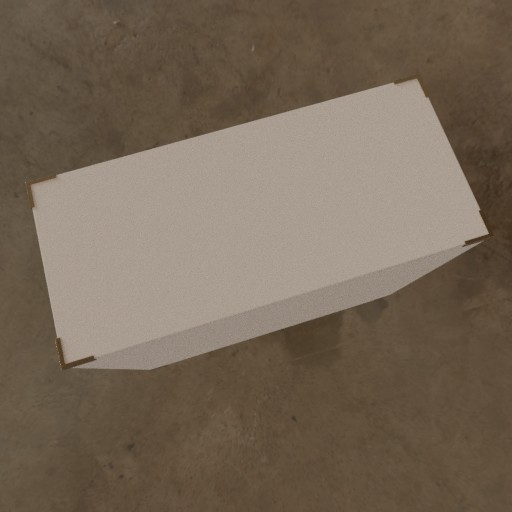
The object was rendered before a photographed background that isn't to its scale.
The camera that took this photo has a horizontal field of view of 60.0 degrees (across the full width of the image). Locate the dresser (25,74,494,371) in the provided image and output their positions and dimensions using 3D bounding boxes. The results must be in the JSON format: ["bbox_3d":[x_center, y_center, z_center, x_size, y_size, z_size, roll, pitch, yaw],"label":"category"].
[{"bbox_3d":[0.000,0.000,1.482,1.022,0.891,0.460,-17,76,-4],"label":"dresser"}]
